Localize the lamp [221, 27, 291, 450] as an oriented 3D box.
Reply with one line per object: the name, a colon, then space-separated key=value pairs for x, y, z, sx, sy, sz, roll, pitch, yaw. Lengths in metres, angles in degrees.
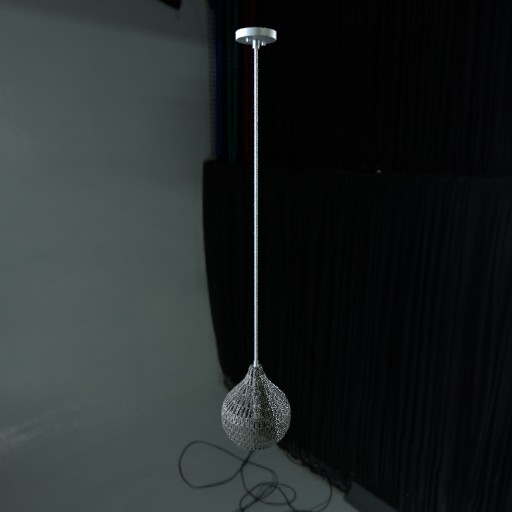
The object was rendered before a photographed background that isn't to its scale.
lamp: x=0.000 y=0.000 z=2.079 sx=0.355 sy=1.919 sz=0.355 roll=13 pitch=19 yaw=43
